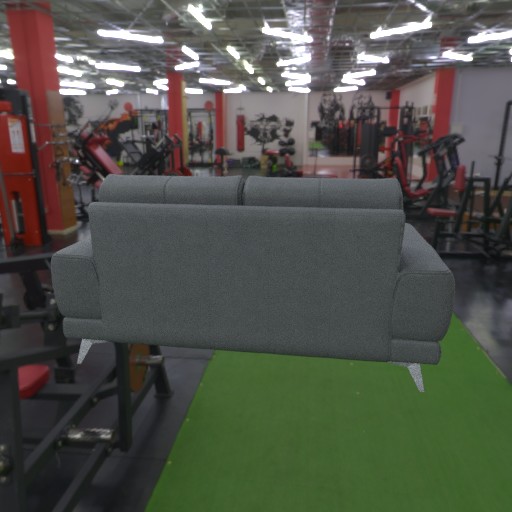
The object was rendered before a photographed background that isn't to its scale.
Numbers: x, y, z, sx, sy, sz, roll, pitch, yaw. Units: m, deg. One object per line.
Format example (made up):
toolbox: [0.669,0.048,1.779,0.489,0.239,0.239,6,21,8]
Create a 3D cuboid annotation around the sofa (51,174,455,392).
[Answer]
sofa: [0.000,0.000,2.380,1.806,0.907,1.018,2,16,8]
